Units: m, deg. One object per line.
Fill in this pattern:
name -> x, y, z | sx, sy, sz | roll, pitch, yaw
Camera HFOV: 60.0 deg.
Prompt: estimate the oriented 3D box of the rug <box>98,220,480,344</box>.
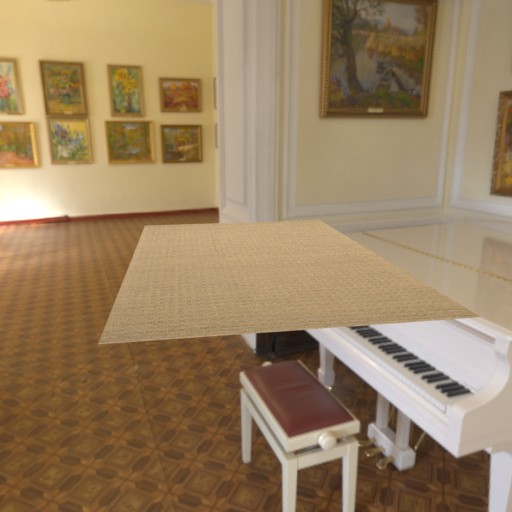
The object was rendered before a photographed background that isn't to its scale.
rug -> 0.000, 0.000, 3.621 | 1.981, 0.006, 2.895 | -2, 15, -9
